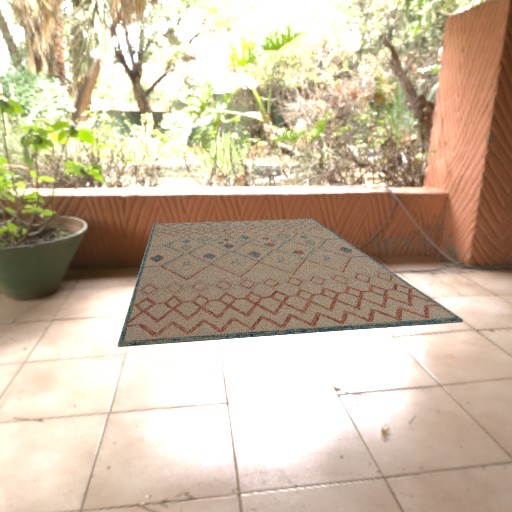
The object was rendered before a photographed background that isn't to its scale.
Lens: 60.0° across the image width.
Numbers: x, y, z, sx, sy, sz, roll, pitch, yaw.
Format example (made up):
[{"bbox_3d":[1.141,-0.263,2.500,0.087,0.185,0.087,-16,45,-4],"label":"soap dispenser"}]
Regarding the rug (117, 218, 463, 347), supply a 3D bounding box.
[{"bbox_3d":[0.000,0.000,3.057,1.524,0.015,2.438,-3,16,-9],"label":"rug"}]
